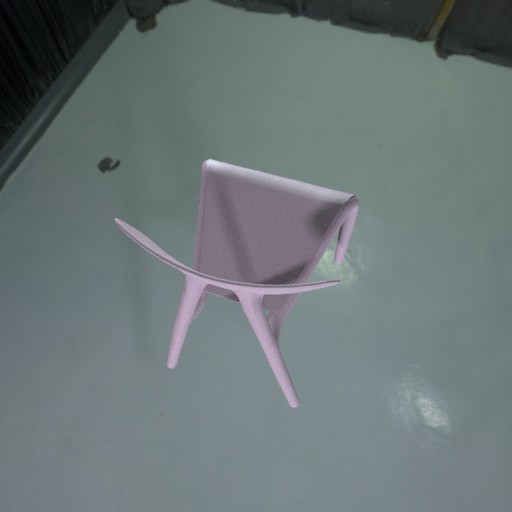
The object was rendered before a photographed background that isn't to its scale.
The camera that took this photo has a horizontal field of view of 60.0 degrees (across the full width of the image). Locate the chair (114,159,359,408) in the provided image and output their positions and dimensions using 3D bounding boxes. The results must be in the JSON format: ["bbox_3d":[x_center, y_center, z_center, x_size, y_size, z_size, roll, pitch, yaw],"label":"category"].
[{"bbox_3d":[0.000,0.000,0.839,0.356,0.580,0.401,15,65,8],"label":"chair"}]
